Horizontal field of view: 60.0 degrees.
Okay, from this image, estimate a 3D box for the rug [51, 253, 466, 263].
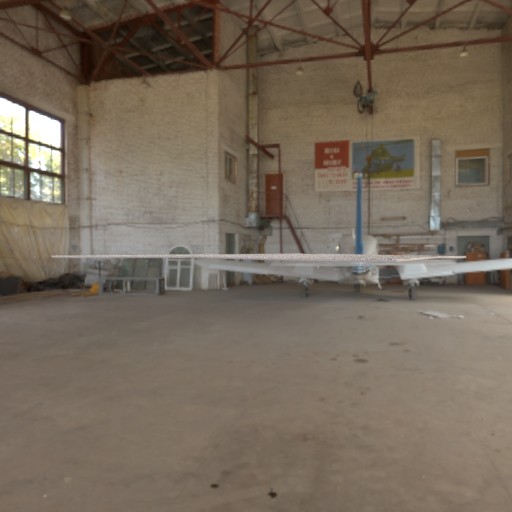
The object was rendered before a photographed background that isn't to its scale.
[{"bbox_3d":[0.000,0.000,2.274,1.804,0.022,1.162,0,1,35],"label":"rug"}]
